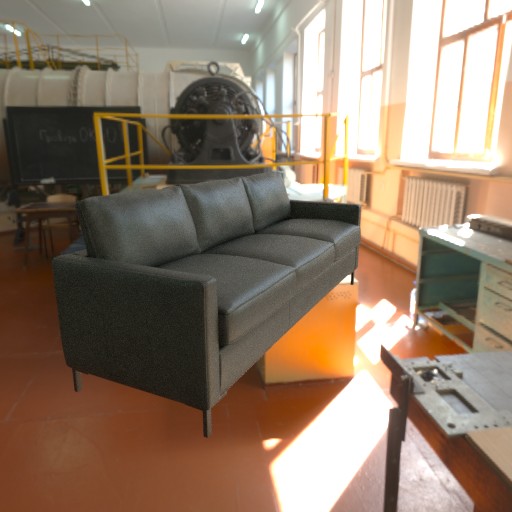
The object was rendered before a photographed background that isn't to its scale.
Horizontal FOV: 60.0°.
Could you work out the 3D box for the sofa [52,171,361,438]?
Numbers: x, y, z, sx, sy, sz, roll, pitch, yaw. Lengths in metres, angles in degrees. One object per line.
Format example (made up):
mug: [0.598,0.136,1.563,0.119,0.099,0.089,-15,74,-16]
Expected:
sofa: [0.000,0.000,2.423,0.748,0.805,2.029,7,16,26]
